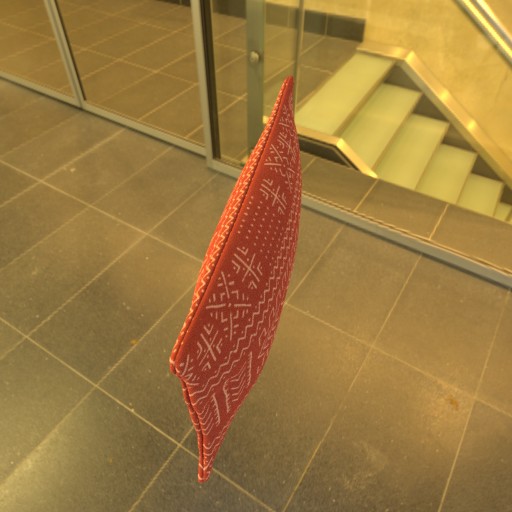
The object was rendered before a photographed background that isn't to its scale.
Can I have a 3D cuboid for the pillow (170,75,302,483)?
[{"bbox_3d":[0.000,0.000,0.755,0.130,0.352,0.640,10,47,9],"label":"pillow"}]
